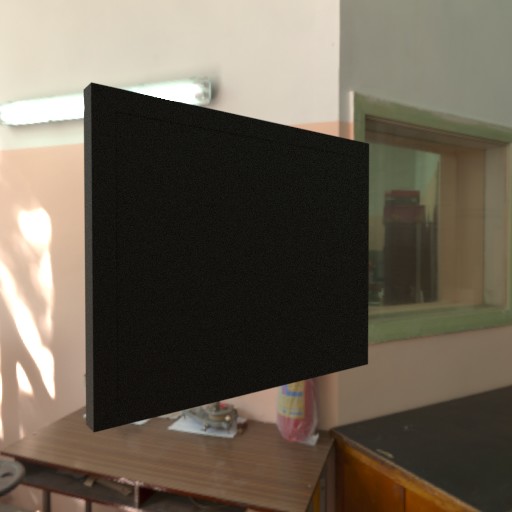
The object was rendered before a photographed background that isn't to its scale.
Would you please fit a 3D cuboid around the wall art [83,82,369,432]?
[{"bbox_3d":[0.000,0.000,0.548,0.404,0.329,0.024,-1,1,-37],"label":"wall art"}]
